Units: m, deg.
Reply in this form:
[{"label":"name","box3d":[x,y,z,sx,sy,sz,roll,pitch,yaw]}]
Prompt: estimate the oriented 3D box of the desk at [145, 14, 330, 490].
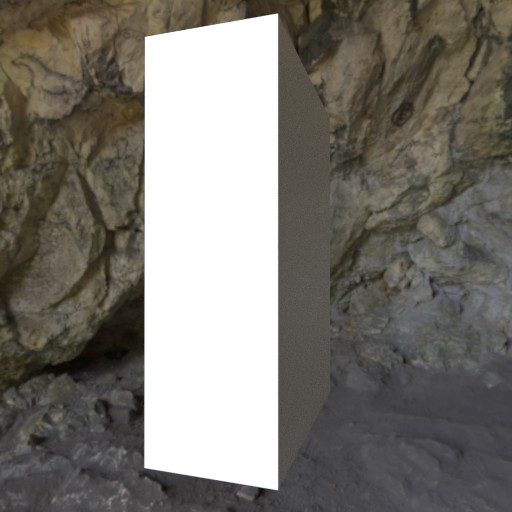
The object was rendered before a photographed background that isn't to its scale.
[{"label":"desk","box3d":[0.000,0.000,1.554,0.390,1.190,0.850,0,0,18]}]
